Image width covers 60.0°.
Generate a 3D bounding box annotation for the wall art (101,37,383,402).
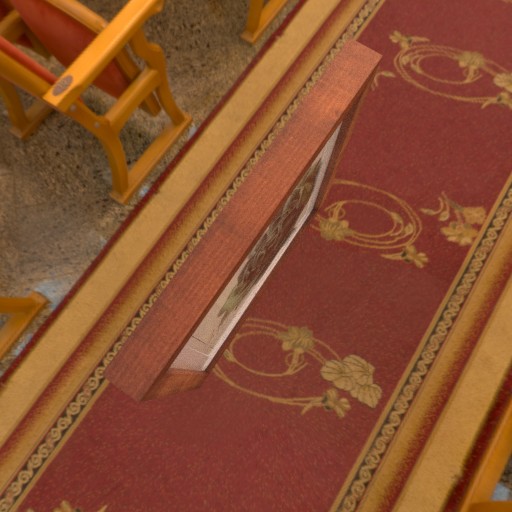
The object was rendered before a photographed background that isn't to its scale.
[{"bbox_3d":[0.000,0.000,0.578,0.038,0.385,0.386,33,77,8],"label":"wall art"}]
